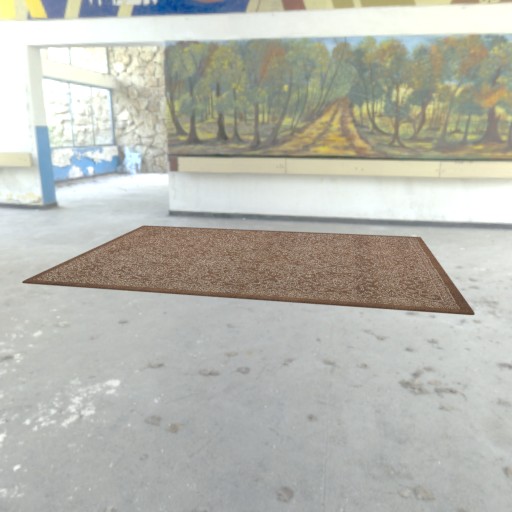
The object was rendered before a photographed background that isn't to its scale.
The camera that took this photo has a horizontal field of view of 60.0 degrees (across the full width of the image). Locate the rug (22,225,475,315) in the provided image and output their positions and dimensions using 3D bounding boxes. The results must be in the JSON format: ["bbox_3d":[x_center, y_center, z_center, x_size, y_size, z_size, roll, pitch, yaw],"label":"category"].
[{"bbox_3d":[0.000,0.000,2.320,1.829,0.010,1.219,3,16,11],"label":"rug"}]
